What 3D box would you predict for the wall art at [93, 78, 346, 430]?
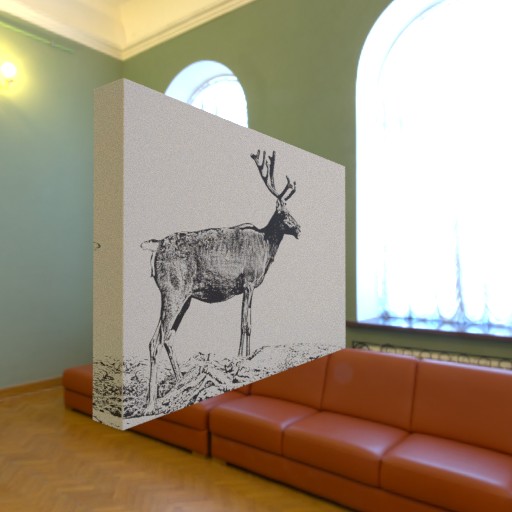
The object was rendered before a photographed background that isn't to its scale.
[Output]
[{"bbox_3d":[0.000,0.000,0.490,0.038,0.259,0.381,0,-1,36],"label":"wall art"}]
